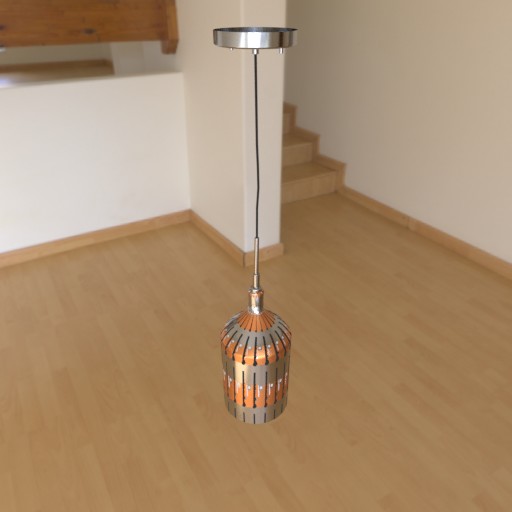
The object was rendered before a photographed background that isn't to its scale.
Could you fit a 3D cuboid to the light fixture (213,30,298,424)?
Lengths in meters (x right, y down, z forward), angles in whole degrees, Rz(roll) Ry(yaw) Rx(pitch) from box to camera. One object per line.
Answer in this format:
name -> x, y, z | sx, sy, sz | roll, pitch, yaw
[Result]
light fixture -> 0.000, 0.000, 1.684 | 0.303, 1.535, 0.303 | 0, 30, 0
